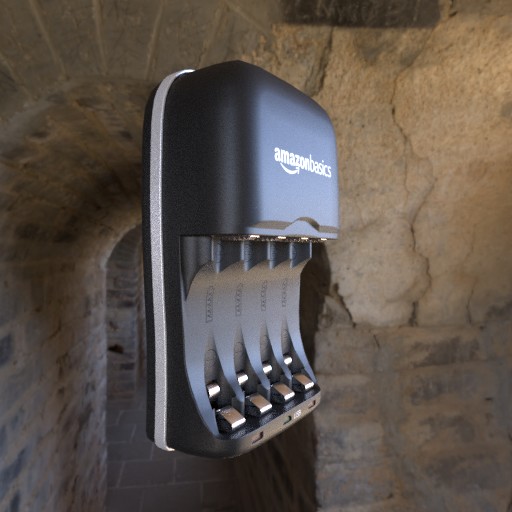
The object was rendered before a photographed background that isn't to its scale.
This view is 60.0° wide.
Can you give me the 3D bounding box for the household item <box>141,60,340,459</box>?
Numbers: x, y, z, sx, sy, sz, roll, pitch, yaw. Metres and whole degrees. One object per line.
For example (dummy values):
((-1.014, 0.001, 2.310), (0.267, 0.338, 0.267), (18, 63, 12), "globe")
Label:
((0.000, 0.000, 0.147), (0.038, 0.114, 0.070), (1, 1, 35), "household item")
